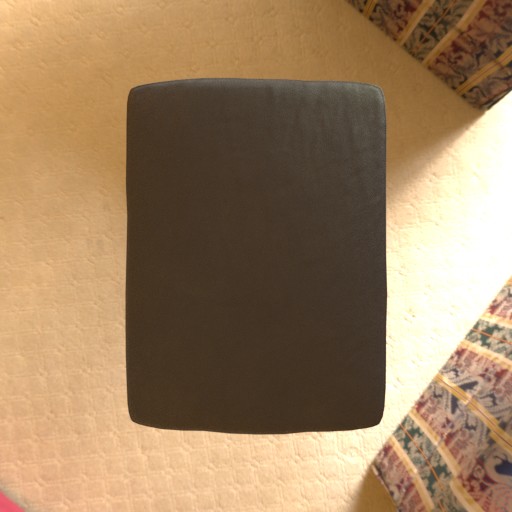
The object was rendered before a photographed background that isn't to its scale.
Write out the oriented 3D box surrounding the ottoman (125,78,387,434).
[{"bbox_3d":[0.000,0.000,1.276,0.659,0.529,0.887,0,91,1],"label":"ottoman"}]
